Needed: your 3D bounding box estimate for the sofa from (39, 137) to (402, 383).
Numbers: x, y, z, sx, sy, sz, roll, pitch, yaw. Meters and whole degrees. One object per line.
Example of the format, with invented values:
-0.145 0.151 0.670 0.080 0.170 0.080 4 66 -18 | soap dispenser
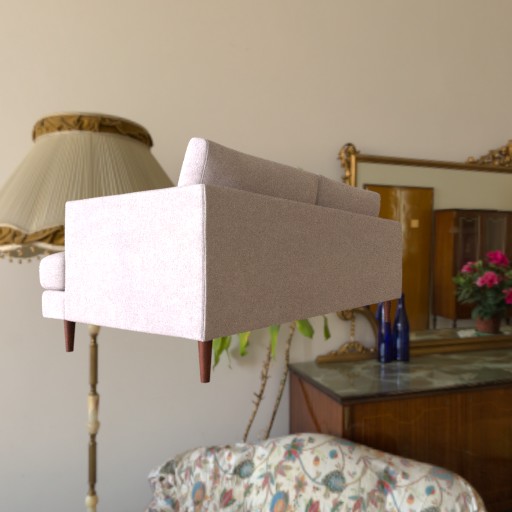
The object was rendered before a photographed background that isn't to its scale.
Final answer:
0.000 0.000 2.482 1.020 0.868 1.948 0 0 36 | sofa
